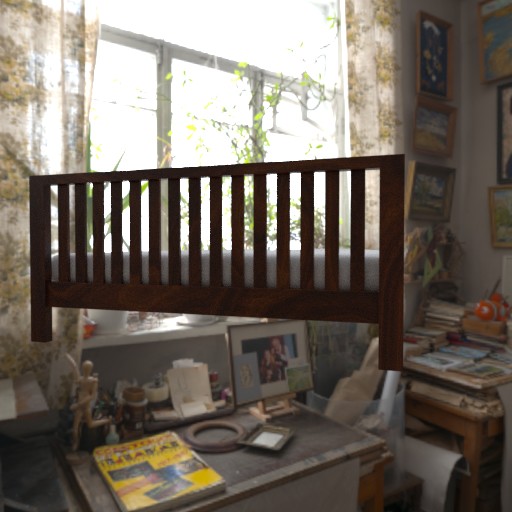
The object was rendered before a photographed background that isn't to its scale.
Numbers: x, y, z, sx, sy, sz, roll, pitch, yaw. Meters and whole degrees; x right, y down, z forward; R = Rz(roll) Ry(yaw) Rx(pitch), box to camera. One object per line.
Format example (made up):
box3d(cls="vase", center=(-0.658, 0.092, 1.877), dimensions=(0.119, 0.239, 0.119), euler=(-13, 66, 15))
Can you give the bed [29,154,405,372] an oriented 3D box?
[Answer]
box3d(cls="bed", center=(0.000, 0.000, 3.062), dimensions=(1.905, 0.890, 2.030), euler=(0, 1, 17))
